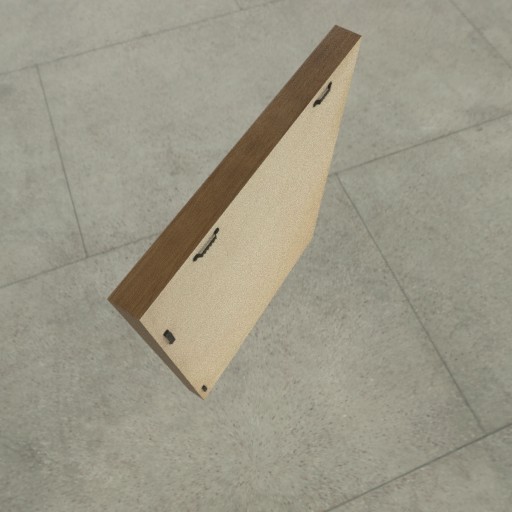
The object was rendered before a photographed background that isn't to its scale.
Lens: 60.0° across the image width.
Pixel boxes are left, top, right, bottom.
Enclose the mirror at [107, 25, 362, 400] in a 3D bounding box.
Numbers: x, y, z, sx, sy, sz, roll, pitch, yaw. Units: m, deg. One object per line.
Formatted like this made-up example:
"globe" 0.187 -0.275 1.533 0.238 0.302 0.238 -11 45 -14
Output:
"mirror" 0.000 0.000 0.674 0.041 0.509 0.406 30 68 13
